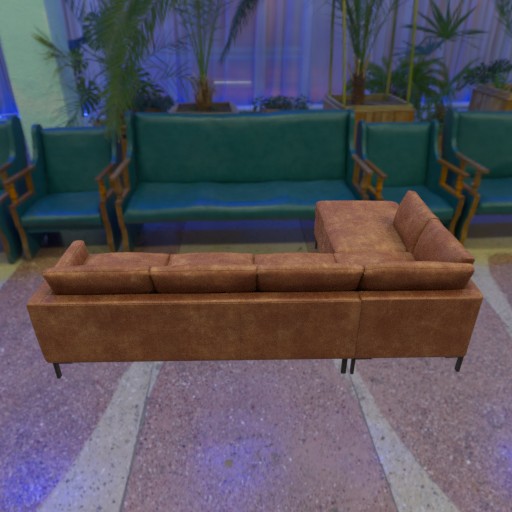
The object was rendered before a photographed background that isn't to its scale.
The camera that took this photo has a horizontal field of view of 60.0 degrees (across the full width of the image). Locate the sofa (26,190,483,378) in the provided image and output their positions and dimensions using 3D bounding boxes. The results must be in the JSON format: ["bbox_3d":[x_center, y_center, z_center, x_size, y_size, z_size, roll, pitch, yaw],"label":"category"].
[{"bbox_3d":[0.000,0.000,3.769,2.984,0.877,1.938,-1,30,-1],"label":"sofa"}]
